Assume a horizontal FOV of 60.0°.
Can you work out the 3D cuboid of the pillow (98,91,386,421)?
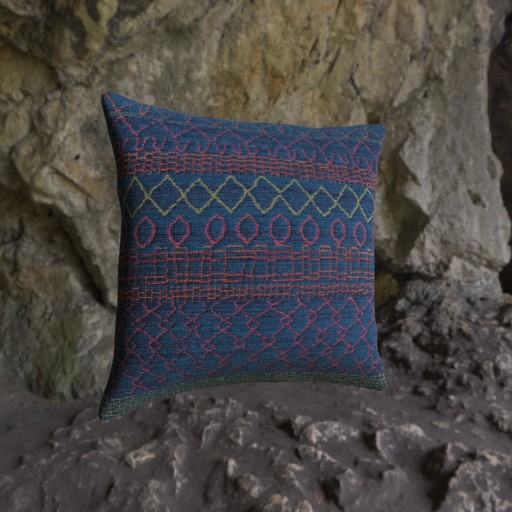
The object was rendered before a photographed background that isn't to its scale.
[{"bbox_3d":[0.000,0.000,0.645,0.431,0.431,0.141,0,0,-17],"label":"pillow"}]
